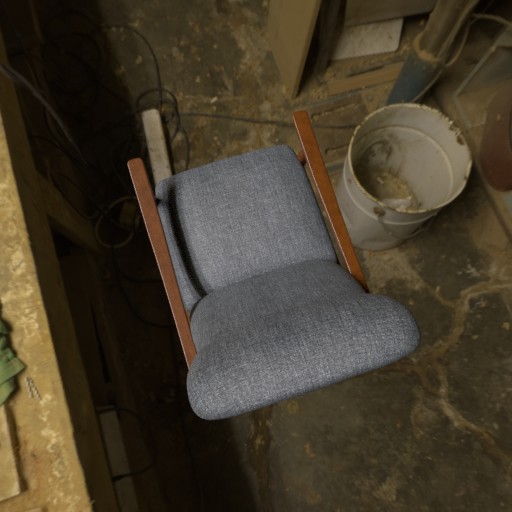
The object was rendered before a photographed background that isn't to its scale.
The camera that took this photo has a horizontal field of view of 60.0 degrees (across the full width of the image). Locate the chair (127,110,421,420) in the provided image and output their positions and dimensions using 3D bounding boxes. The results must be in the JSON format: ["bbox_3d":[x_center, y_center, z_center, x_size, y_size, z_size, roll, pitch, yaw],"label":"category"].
[{"bbox_3d":[0.000,0.000,1.773,0.762,1.082,1.030,-17,77,-4],"label":"chair"}]
